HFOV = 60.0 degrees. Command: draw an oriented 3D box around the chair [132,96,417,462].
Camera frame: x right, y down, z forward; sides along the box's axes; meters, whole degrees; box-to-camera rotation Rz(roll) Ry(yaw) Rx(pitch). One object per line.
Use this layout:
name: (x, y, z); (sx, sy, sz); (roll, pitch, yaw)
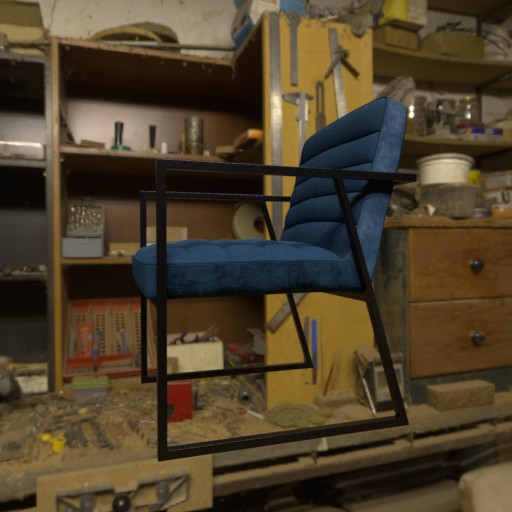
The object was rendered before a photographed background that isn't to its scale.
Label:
chair: (0.000, 0.000, 1.268); (0.677, 0.833, 0.571); (0, 1, -18)
